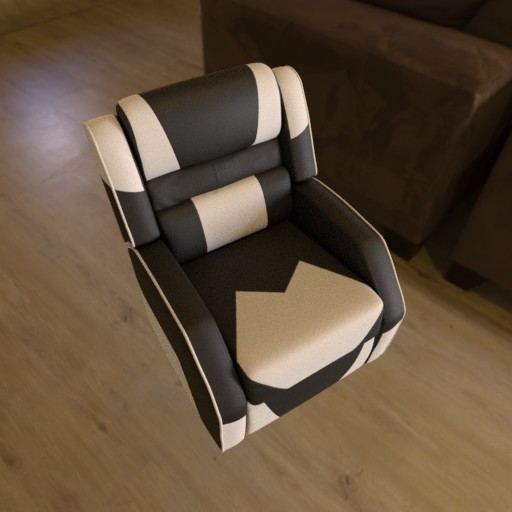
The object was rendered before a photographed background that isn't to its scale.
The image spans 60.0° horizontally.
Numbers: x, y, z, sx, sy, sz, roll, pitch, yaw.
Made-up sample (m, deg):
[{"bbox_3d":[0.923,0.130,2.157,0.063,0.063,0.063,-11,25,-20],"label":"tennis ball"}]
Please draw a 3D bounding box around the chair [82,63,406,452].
[{"bbox_3d":[0.000,0.000,1.274,0.620,0.805,0.672,-24,52,-21],"label":"chair"}]
